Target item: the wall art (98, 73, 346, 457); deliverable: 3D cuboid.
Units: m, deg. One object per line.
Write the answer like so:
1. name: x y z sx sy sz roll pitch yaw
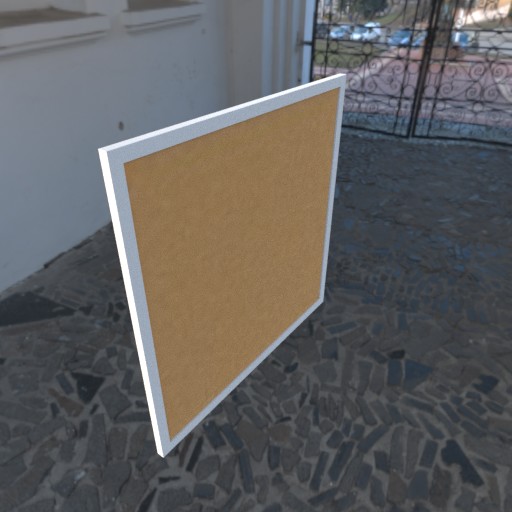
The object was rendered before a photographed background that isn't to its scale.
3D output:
1. wall art: 0.000 0.000 0.676 0.012 0.457 0.457 22 39 31
